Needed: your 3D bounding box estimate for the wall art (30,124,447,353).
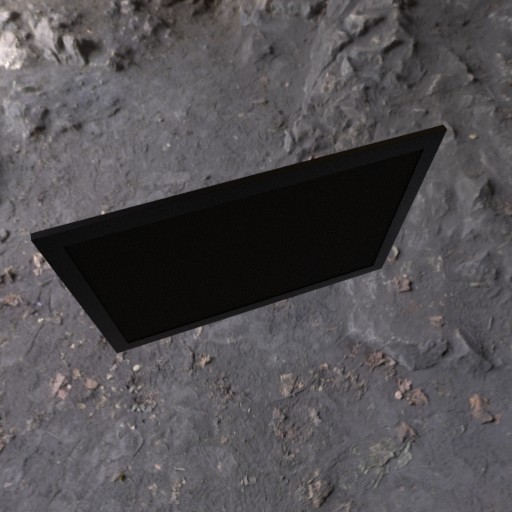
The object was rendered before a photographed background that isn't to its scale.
[{"bbox_3d":[0.000,0.000,0.859,0.660,0.447,0.013,-17,59,-10],"label":"wall art"}]
